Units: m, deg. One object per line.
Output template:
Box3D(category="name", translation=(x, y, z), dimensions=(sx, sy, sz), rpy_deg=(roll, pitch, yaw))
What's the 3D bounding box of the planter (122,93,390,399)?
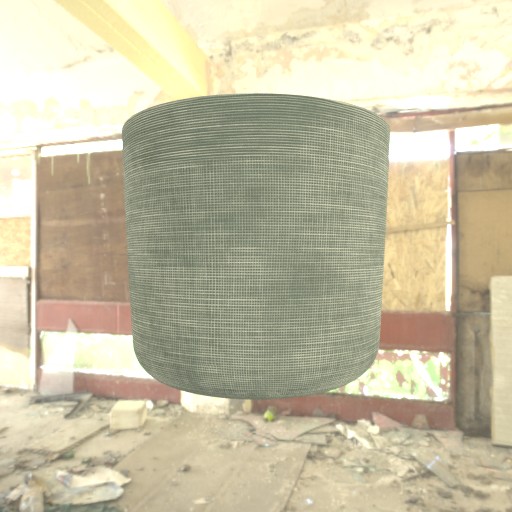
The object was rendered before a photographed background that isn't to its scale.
Box3D(category="planter", translation=(0.000, 0.000, 0.759), dimensions=(0.440, 0.398, 0.440), rpy_deg=(0, 0, 0))
